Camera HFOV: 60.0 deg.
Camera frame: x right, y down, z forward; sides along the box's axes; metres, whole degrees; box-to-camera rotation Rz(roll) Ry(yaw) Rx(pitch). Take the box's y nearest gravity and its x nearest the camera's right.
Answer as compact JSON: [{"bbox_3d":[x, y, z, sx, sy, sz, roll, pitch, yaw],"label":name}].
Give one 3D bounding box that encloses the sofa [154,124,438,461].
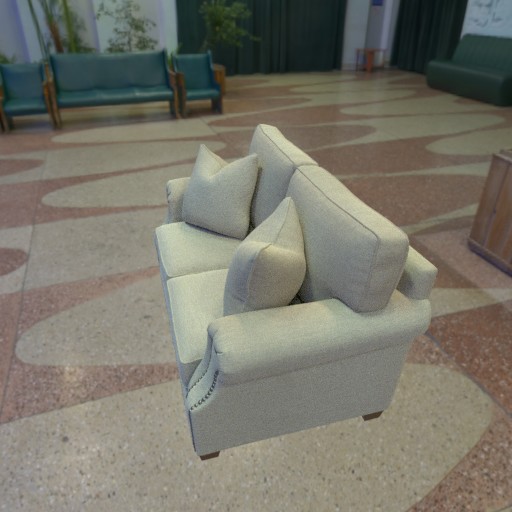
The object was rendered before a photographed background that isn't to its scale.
[{"bbox_3d":[0.000,0.000,2.289,0.966,0.966,1.701,-8,31,-14],"label":"sofa"}]
